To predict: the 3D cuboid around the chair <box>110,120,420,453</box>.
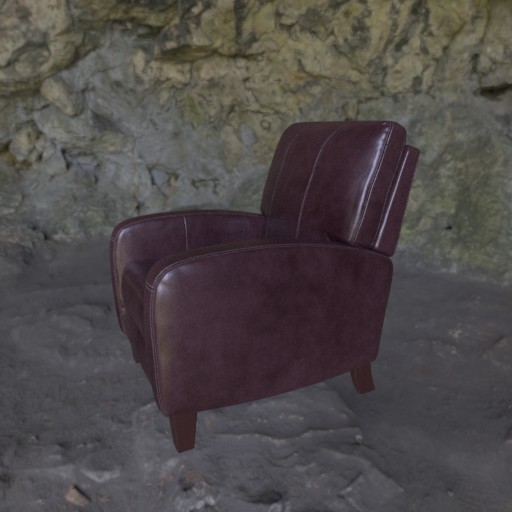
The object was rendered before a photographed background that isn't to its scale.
[{"bbox_3d":[0.000,0.000,1.693,0.990,0.990,0.762,-8,18,-25],"label":"chair"}]
